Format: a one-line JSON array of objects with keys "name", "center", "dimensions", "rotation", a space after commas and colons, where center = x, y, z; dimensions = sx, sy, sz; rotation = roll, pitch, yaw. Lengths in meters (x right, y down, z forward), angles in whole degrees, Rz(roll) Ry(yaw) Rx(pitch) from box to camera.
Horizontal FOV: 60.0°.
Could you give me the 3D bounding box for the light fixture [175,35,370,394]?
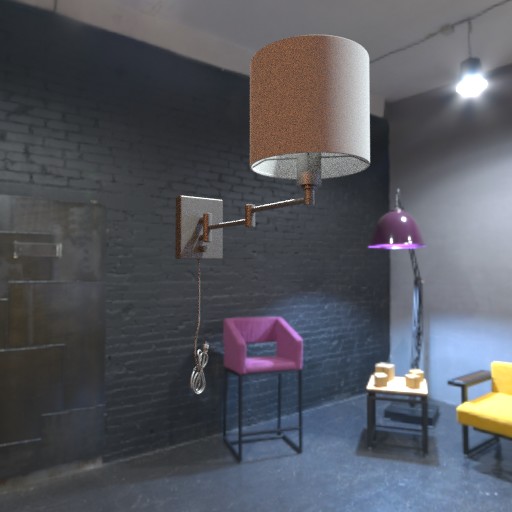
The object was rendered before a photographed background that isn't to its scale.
[{"name": "light fixture", "center": [0.000, 0.000, 0.884], "dimensions": [0.203, 0.651, 0.516], "rotation": [1, -2, -35]}]
